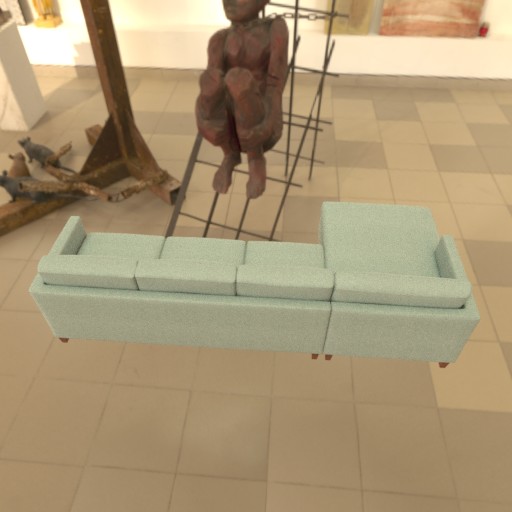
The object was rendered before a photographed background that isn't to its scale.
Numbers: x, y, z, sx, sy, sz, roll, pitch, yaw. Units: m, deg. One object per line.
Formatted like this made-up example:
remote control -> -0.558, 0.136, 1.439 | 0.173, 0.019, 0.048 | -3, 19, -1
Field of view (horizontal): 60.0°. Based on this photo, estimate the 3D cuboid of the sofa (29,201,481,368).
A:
sofa -> 0.000, 0.000, 4.082 | 3.470, 0.953, 1.600 | 3, 46, 3
